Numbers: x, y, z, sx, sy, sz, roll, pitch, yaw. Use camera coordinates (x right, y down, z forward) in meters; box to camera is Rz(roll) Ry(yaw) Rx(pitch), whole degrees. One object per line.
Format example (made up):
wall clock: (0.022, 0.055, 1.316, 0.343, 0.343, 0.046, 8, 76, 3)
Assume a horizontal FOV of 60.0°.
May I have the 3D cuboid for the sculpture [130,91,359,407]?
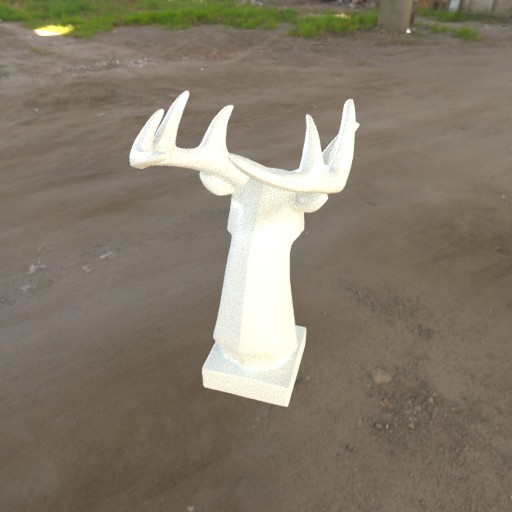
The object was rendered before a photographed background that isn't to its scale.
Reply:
sculpture: (0.000, 0.000, 0.459, 0.174, 0.329, 0.224, 9, 34, 14)
